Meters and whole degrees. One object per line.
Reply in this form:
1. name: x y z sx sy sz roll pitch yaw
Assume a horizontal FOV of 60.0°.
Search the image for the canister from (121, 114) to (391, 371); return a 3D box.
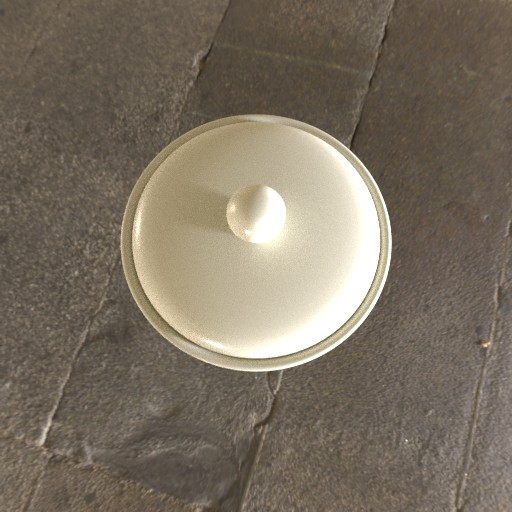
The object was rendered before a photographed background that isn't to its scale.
1. canister: 0.000 0.000 0.353 0.181 0.211 0.181 0 74 0
